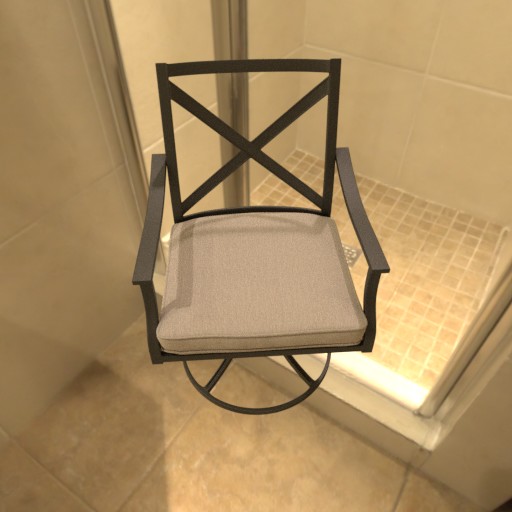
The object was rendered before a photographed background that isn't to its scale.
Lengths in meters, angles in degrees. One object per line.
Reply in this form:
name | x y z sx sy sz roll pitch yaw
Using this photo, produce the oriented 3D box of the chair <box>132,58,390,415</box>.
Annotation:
chair | 0.000 0.000 1.284 0.575 0.889 0.620 -3 46 -3
